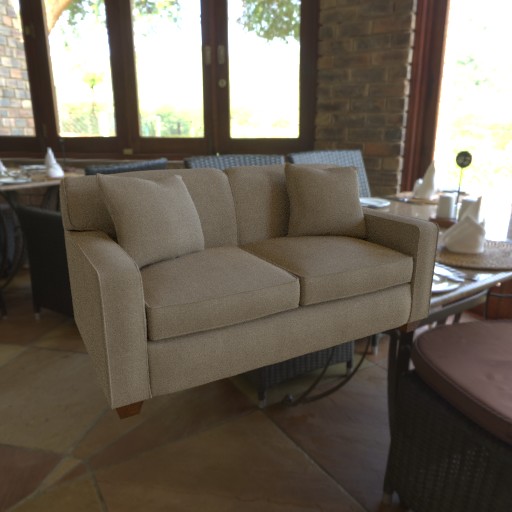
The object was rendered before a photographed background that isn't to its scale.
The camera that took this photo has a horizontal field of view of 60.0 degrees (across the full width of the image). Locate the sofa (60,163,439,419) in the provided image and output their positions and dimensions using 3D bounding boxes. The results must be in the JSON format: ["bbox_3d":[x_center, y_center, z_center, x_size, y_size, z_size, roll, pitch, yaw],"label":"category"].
[{"bbox_3d":[0.000,0.000,2.456,1.846,0.958,0.998,-9,18,-28],"label":"sofa"}]
